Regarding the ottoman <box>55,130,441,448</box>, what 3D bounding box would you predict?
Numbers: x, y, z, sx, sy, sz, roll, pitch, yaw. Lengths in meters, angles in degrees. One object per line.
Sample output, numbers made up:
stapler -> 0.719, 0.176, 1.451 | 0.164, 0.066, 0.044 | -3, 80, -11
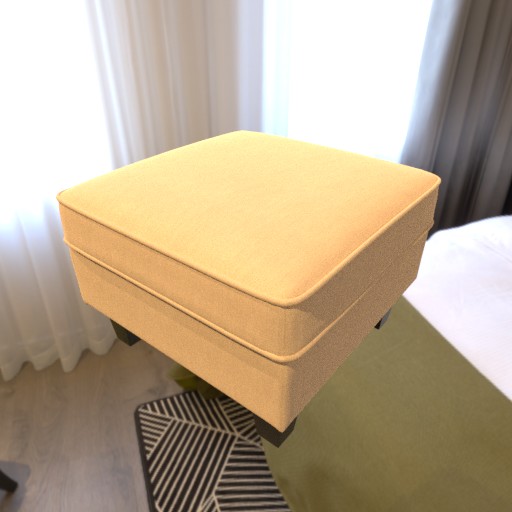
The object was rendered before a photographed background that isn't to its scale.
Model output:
ottoman -> 0.000, 0.000, 1.032 | 0.613, 0.438, 0.616 | 23, 38, 32
